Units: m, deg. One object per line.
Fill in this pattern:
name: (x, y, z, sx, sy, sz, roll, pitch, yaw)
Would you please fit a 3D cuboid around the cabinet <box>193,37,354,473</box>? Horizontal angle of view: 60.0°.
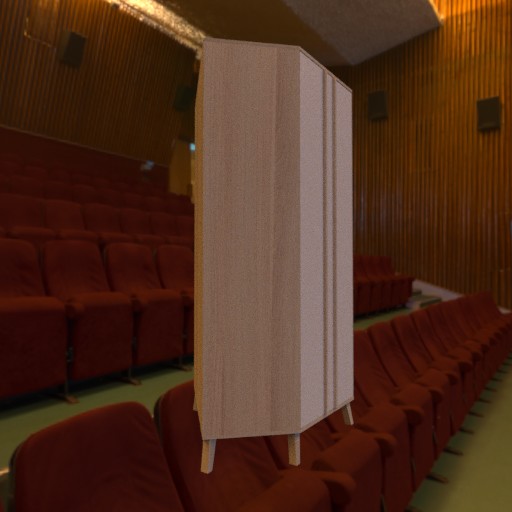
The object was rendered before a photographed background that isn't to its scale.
cabinet: (0.000, 0.000, 2.599, 0.969, 1.957, 1.272, -1, -2, 35)
